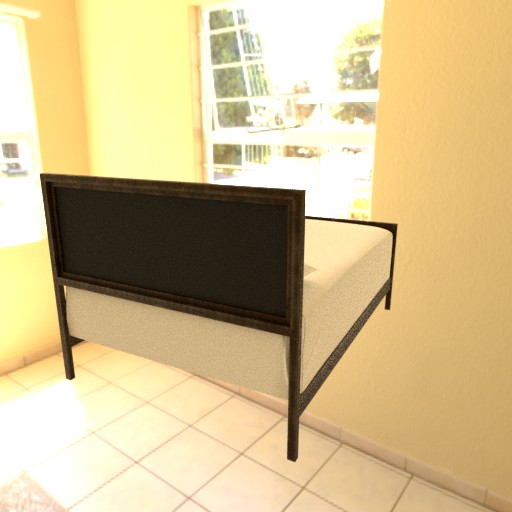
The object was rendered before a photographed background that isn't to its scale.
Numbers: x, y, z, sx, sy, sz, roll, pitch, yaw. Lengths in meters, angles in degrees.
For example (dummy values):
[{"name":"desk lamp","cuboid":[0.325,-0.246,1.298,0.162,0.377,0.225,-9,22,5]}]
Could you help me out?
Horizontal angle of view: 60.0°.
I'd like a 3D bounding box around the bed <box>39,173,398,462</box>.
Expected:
[{"name":"bed","cuboid":[0.000,0.000,3.272,1.607,1.313,2.221,8,18,27]}]
